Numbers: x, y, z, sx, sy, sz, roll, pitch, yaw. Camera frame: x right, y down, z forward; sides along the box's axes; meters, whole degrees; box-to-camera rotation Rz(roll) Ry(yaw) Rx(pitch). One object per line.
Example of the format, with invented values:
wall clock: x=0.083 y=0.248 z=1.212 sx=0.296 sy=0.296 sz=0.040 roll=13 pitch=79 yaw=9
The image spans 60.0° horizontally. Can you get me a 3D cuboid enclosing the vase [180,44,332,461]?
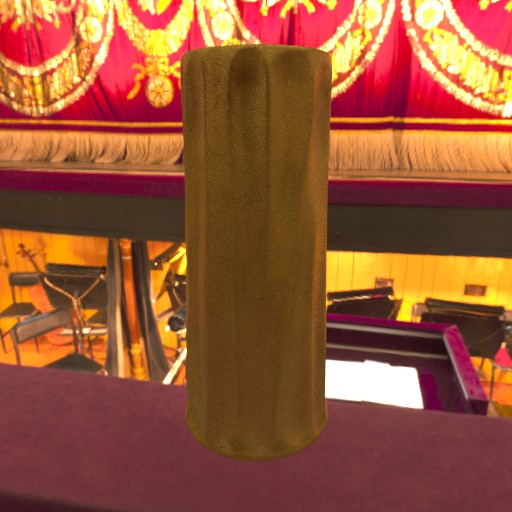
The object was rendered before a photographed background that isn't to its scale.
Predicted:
vase: x=0.000 y=0.000 z=0.173 sx=0.061 sy=0.143 sz=0.061 roll=0 pitch=16 yaw=0
